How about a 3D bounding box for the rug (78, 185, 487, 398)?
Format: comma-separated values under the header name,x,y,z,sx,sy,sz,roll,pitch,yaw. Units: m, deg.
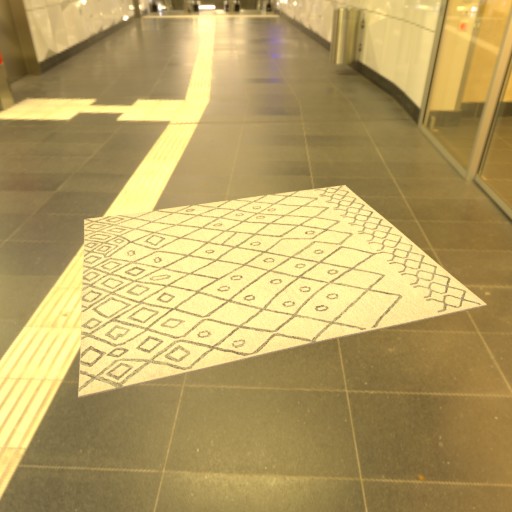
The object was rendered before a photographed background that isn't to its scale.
name,x,y,z,sx,sy,sz,roll,pitch,yaw
rug,0.000,0.000,4.081,3.046,0.015,2.446,-9,34,-14
